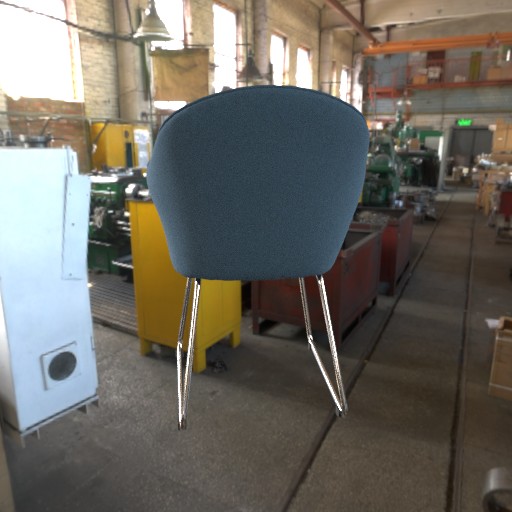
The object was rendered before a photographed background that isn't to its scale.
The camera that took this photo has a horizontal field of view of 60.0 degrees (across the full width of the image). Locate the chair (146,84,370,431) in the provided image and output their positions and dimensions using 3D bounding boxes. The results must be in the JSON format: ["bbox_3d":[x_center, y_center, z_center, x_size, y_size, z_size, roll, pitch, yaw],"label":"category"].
[{"bbox_3d":[0.000,0.000,1.211,0.570,0.815,0.585,-2,15,-7],"label":"chair"}]
